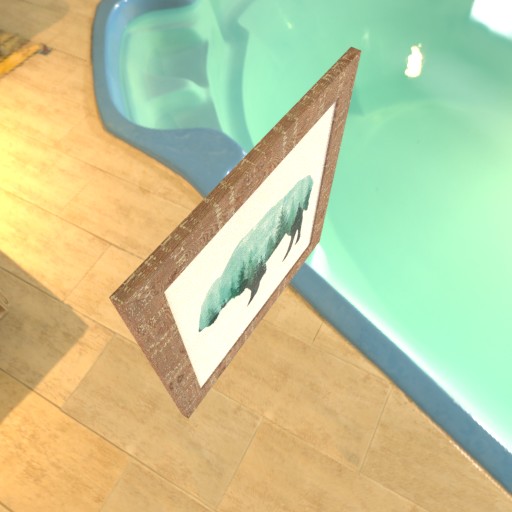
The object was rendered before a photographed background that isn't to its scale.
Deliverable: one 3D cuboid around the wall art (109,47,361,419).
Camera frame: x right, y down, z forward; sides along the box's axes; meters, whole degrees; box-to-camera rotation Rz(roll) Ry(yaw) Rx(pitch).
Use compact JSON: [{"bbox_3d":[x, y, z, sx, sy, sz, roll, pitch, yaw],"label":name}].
[{"bbox_3d":[0.000,0.000,0.574,0.022,0.380,0.380,30,63,18],"label":"wall art"}]
